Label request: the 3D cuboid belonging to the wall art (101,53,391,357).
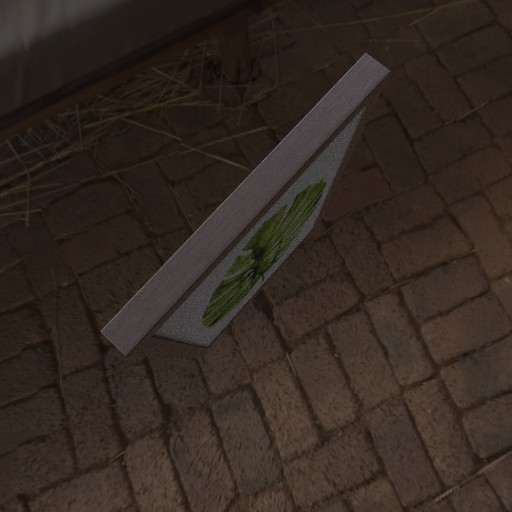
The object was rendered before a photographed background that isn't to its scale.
[{"bbox_3d":[0.000,0.000,0.647,0.032,0.510,0.358,41,80,9],"label":"wall art"}]
